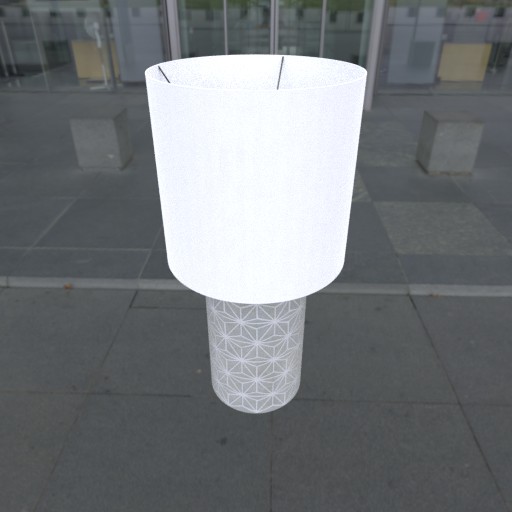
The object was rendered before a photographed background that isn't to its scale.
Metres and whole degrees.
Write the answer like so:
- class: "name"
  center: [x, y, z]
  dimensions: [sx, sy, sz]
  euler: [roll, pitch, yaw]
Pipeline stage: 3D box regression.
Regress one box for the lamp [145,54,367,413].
- class: "lamp"
  center: [0.000, 0.000, 0.529]
  dimensions: [0.206, 0.416, 0.206]
  euler: [9, 32, 14]
